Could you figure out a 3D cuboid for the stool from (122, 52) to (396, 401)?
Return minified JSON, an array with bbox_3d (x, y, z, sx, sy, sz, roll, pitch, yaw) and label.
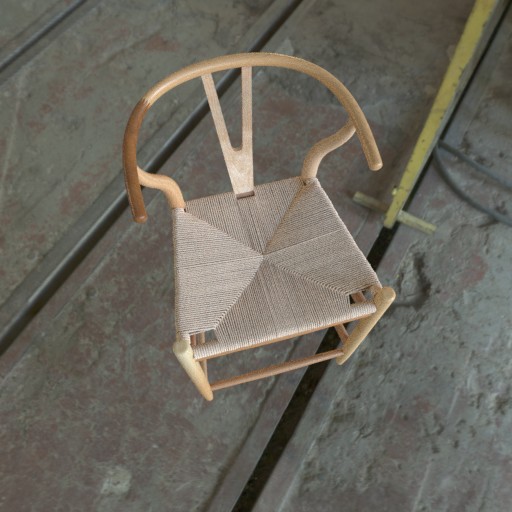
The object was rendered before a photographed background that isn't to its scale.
[{"bbox_3d":[0.000,0.000,1.282,0.536,0.923,0.575,-14,64,-7],"label":"stool"}]
